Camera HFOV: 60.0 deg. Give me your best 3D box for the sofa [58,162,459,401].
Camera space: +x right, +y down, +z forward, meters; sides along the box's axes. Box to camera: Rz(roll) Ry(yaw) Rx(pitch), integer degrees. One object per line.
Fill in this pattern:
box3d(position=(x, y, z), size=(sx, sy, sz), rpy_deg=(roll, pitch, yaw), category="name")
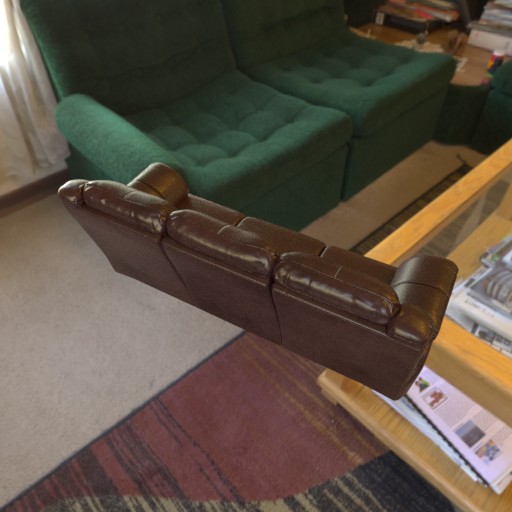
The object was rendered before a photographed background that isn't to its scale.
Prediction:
box3d(position=(0.000, 0.000, 2.866), size=(2.337, 1.043, 0.991), rpy_deg=(21, 48, 20), category="sofa")
